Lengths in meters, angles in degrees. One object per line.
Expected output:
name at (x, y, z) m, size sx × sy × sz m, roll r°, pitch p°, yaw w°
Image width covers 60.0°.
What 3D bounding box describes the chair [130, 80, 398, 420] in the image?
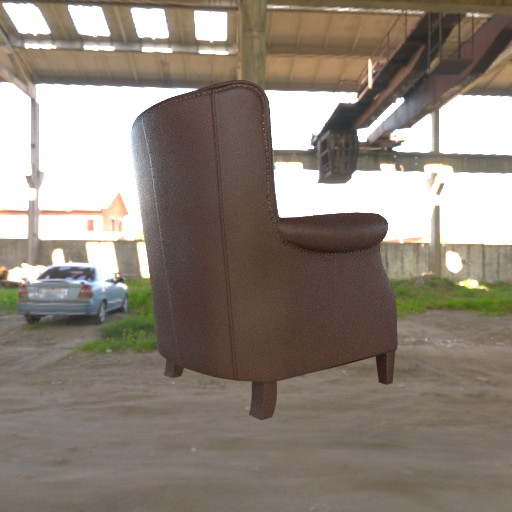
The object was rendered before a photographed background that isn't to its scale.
chair at (0.000, 0.000, 1.393) m, size 0.746 × 0.800 × 0.700 m, roll 1°, pitch -1°, yaw -36°
